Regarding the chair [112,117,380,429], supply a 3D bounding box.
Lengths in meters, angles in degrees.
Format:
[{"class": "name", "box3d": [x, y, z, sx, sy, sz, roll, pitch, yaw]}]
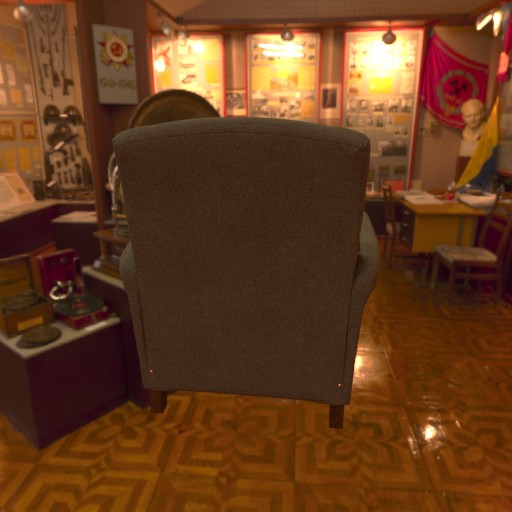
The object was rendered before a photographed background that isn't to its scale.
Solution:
[{"class": "chair", "box3d": [0.000, 0.000, 1.784, 0.978, 1.061, 0.905, 2, 17, 7]}]
